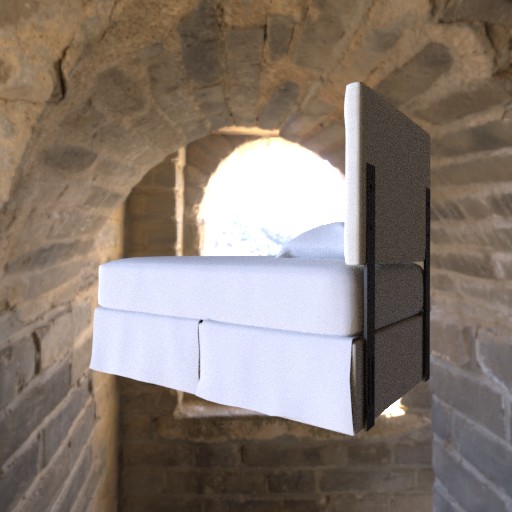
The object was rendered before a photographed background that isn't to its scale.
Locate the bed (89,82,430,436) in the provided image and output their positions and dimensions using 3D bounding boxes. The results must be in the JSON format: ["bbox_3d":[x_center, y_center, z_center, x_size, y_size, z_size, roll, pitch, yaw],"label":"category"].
[{"bbox_3d":[0.000,0.000,2.982,1.997,1.571,1.261,0,1,36],"label":"bed"}]
